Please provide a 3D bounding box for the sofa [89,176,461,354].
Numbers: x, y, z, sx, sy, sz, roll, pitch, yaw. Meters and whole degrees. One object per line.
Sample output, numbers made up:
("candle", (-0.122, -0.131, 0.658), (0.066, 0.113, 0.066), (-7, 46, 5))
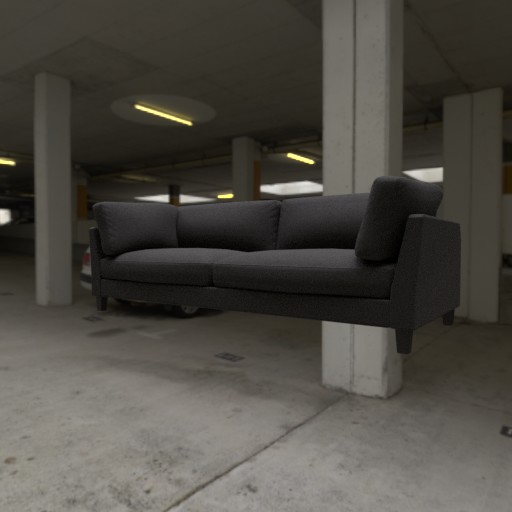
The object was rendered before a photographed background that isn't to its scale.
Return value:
("sofa", (0.000, 0.000, 2.848), (2.312, 0.792, 0.969), (1, 2, 36))
